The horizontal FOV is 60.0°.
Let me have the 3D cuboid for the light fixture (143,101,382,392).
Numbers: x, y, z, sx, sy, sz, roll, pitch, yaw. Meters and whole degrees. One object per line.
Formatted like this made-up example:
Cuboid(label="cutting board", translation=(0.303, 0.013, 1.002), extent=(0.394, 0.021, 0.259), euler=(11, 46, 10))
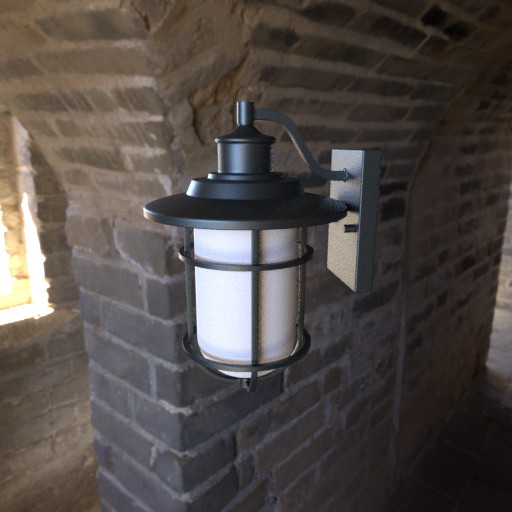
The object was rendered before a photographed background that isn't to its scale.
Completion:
Cuboid(label="light fixture", translation=(0.000, 0.000, 0.524), extent=(0.252, 0.345, 0.222), euler=(-2, 14, -8))
